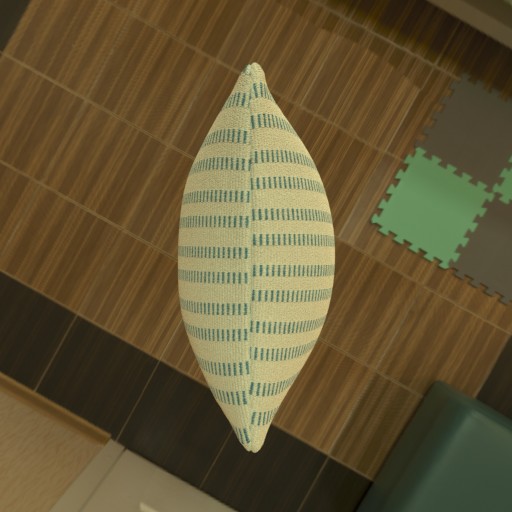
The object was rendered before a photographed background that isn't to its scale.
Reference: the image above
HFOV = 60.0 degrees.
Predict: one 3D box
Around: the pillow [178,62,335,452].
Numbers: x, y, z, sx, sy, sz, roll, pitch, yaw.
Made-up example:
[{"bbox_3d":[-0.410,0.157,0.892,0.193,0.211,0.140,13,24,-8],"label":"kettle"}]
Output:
[{"bbox_3d":[0.000,0.000,0.692,0.247,0.419,0.438,0,90,1],"label":"pillow"}]
